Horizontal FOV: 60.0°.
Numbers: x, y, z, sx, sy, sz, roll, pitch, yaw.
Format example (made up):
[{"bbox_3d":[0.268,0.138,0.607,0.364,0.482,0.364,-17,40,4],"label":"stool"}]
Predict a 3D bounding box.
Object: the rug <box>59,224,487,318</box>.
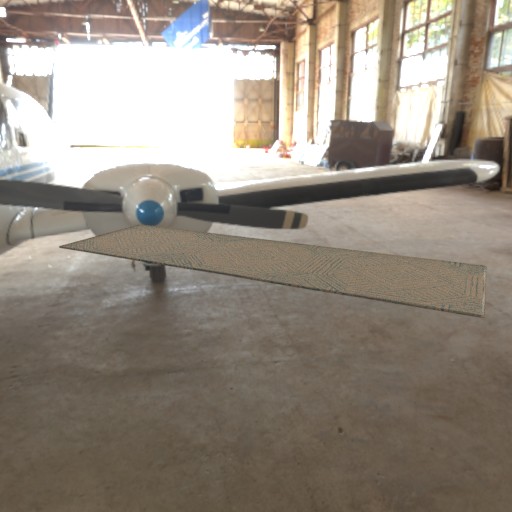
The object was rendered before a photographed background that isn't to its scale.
[{"bbox_3d":[0.000,0.000,2.642,2.452,0.012,0.775,8,18,26],"label":"rug"}]
